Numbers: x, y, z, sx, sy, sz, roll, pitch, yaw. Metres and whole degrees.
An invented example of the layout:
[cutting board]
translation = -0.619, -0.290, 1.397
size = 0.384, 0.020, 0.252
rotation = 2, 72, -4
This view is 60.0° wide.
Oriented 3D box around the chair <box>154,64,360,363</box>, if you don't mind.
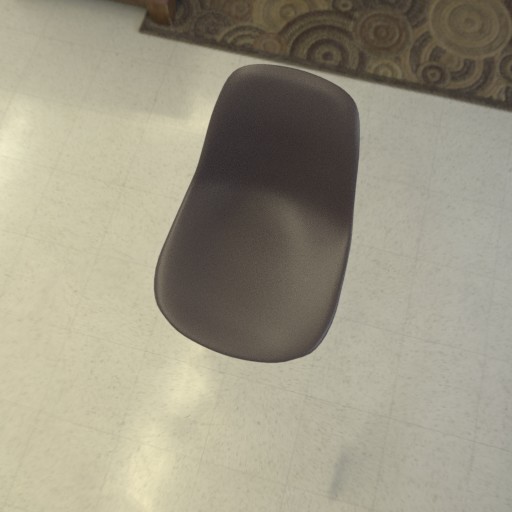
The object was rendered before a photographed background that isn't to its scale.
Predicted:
[chair]
translation = 0.000, 0.000, 1.167
size = 0.470, 0.825, 0.533
rotation = 17, 76, 4
